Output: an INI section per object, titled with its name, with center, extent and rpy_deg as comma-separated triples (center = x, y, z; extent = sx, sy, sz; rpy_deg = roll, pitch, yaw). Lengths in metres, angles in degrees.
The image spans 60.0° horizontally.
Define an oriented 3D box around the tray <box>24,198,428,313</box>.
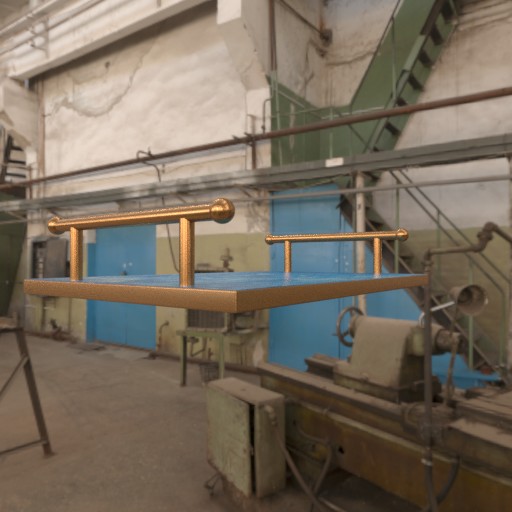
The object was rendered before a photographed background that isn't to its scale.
[tray]
center = 0.000, 0.000, 0.571
extent = 0.304, 0.084, 0.444
rpy_deg = 0, -1, 37
